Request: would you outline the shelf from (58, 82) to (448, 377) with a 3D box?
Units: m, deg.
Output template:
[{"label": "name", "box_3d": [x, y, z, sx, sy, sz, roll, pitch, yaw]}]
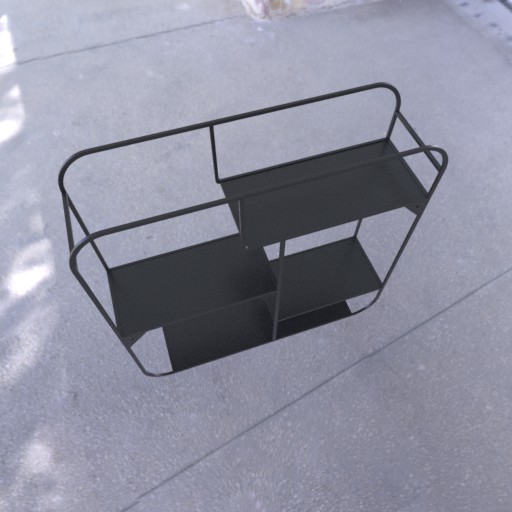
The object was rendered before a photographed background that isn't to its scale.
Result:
[{"label": "shelf", "box_3d": [0.000, 0.000, 0.910, 0.600, 0.600, 0.160, -16, 59, -10]}]
